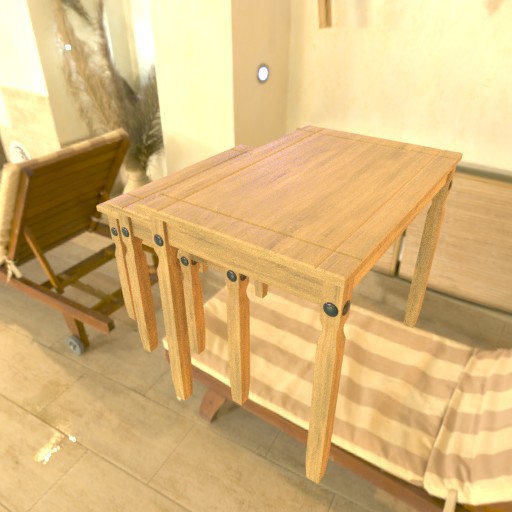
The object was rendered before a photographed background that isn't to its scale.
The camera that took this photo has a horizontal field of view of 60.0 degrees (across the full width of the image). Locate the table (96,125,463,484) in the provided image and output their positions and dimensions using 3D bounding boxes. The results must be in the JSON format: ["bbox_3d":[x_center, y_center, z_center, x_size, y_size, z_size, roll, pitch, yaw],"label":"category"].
[{"bbox_3d":[0.000,0.000,1.183,0.773,0.535,0.660,20,37,29],"label":"table"}]
